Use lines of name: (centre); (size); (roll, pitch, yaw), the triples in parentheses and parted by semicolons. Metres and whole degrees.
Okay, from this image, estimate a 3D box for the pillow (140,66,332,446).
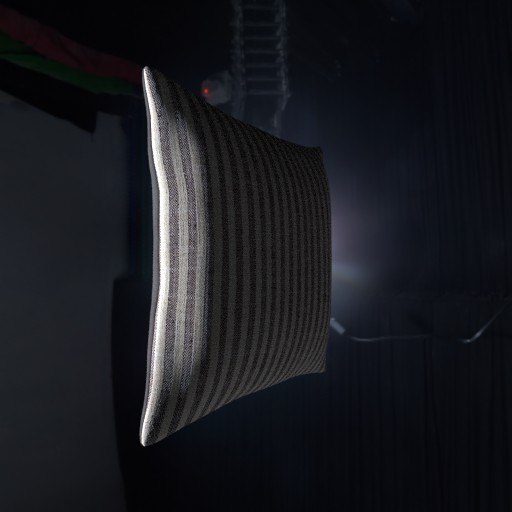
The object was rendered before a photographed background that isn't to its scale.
pillow: (0.000, 0.000, 0.794); (0.166, 0.506, 0.523); (-1, -2, 35)
